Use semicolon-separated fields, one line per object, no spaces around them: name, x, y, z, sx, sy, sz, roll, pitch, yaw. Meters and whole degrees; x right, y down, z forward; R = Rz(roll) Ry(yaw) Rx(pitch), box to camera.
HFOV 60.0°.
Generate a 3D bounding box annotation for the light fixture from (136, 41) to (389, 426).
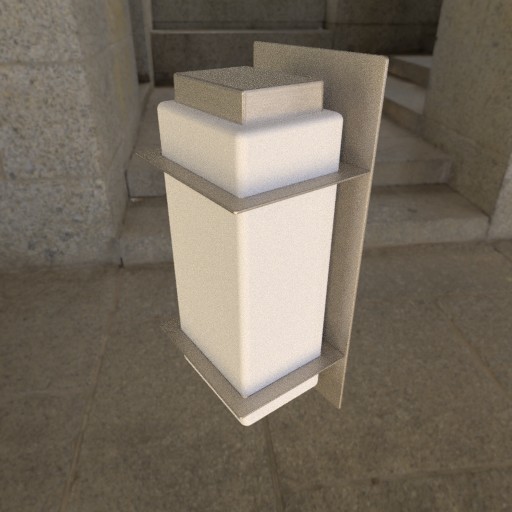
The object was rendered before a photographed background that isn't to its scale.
light fixture;0.000;0.000;0.453;0.160;0.380;0.168;-20;36;-31
